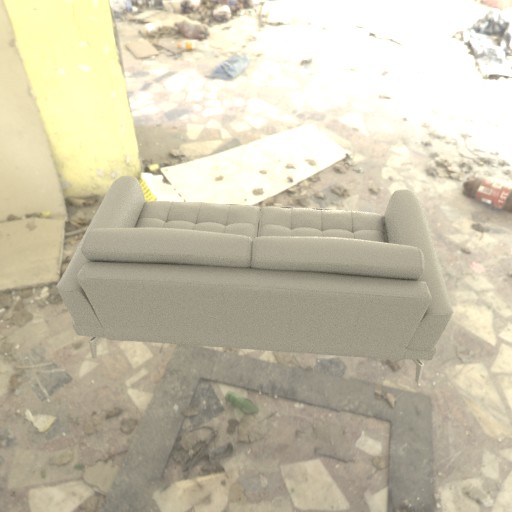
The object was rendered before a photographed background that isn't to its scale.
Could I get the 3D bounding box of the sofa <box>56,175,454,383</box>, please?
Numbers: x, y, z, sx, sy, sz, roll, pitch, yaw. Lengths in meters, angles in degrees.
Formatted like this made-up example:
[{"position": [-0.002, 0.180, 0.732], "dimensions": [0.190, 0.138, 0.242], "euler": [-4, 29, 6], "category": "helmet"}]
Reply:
[{"position": [0.000, 0.000, 2.822], "dimensions": [2.177, 0.930, 1.121], "euler": [3, 45, 3], "category": "sofa"}]
